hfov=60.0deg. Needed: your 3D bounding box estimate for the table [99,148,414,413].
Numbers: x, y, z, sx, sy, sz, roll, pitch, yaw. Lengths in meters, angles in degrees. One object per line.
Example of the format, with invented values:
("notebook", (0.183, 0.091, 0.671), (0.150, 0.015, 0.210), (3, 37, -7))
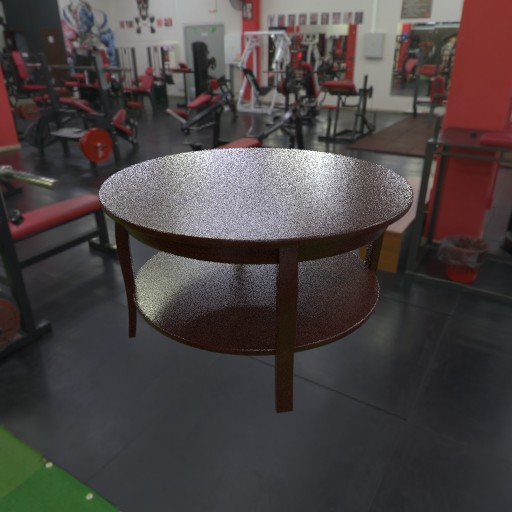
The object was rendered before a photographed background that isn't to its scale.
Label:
("table", (0.000, 0.000, 1.455), (0.911, 0.512, 0.911), (0, 26, 0))
